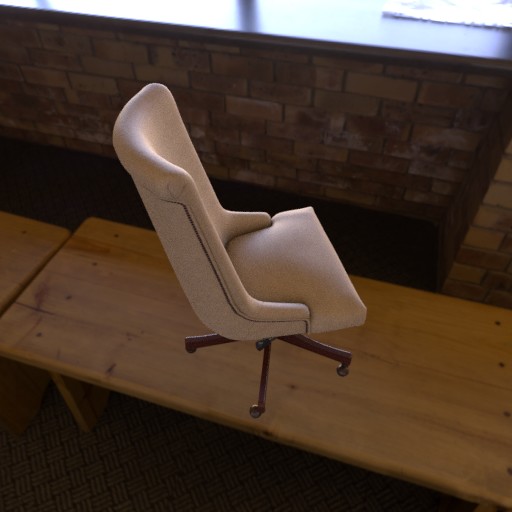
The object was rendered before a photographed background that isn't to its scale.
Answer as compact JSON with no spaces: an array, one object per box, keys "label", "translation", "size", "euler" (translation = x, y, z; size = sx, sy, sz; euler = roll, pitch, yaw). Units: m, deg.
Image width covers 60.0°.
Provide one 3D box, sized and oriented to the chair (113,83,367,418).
[{"label":"chair","translation":[0.000,0.000,1.443],"size":[0.696,1.010,0.645],"euler":[-10,47,-10]}]
